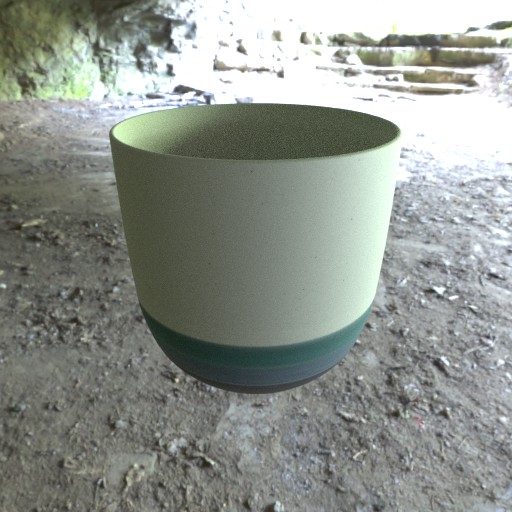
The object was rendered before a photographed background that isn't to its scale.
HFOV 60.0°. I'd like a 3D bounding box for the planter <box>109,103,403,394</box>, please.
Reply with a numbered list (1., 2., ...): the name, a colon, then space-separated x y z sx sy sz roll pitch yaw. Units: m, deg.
1. planter: 0.000 0.000 0.368 0.204 0.214 0.204 0 27 0
